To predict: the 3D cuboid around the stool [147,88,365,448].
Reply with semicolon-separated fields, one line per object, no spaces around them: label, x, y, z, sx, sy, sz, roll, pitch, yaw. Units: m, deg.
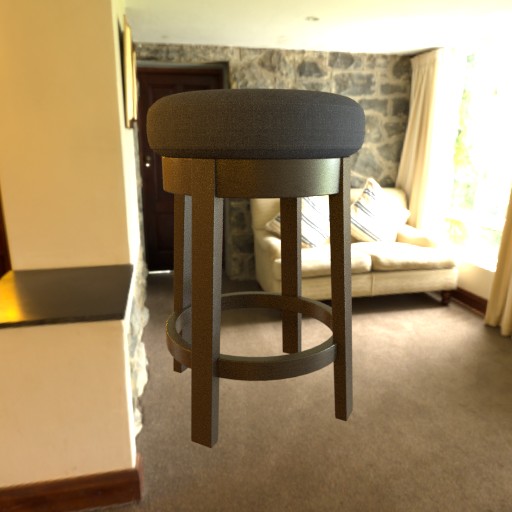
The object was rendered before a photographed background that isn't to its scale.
stool;0.000;0.000;0.960;0.449;0.655;0.449;0;14;0
